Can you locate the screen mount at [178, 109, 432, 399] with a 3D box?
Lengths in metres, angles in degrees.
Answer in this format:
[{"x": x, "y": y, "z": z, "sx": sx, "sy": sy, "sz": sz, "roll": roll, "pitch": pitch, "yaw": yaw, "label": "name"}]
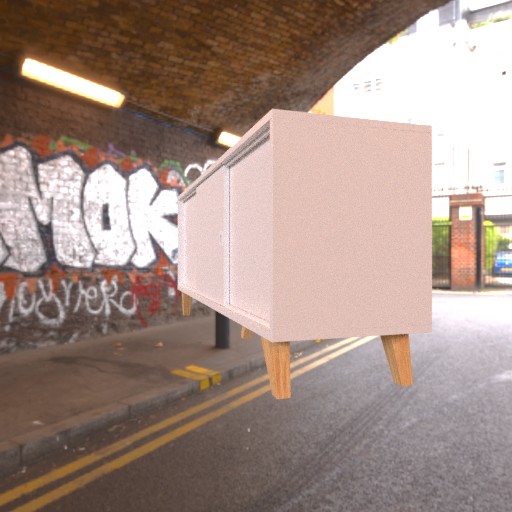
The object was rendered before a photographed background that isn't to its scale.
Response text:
[{"x": 0.000, "y": 0.000, "z": 1.695, "sx": 0.400, "sy": 0.619, "sz": 1.490, "roll": 0, "pitch": 0, "yaw": -18, "label": "screen mount"}]
